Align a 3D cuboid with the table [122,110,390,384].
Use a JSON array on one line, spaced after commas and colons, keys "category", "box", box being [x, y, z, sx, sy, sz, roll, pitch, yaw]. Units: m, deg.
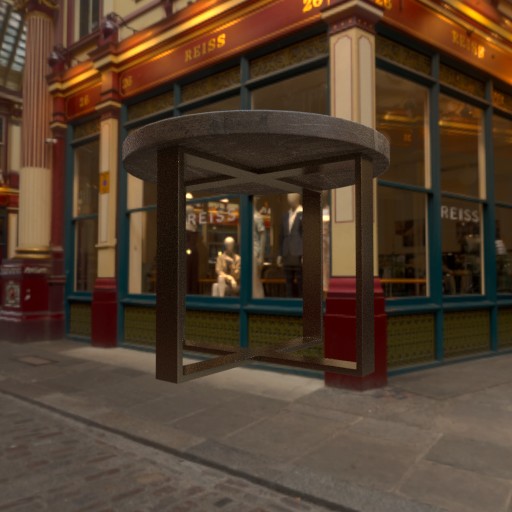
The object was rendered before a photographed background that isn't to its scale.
[{"category": "table", "box": [0.000, 0.000, 0.960, 0.557, 0.437, 0.557, 0, -2, 0]}]
